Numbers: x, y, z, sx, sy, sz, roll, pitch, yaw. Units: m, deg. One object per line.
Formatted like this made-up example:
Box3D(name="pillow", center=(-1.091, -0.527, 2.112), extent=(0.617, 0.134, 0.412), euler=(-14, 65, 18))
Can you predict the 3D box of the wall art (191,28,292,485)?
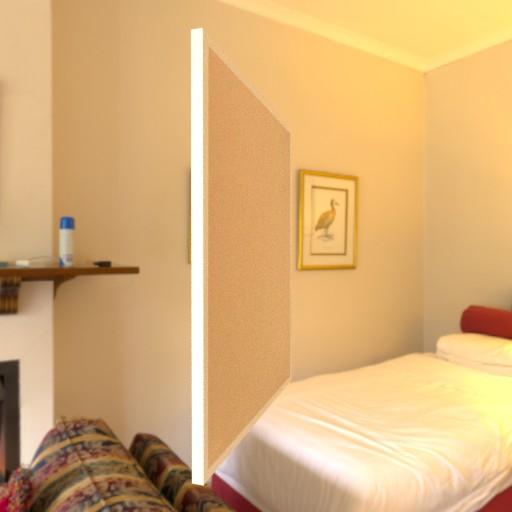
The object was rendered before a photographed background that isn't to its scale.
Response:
Box3D(name="wall art", center=(0.000, 0.000, 0.625), extent=(0.013, 0.456, 0.382), euler=(0, 1, 18))
